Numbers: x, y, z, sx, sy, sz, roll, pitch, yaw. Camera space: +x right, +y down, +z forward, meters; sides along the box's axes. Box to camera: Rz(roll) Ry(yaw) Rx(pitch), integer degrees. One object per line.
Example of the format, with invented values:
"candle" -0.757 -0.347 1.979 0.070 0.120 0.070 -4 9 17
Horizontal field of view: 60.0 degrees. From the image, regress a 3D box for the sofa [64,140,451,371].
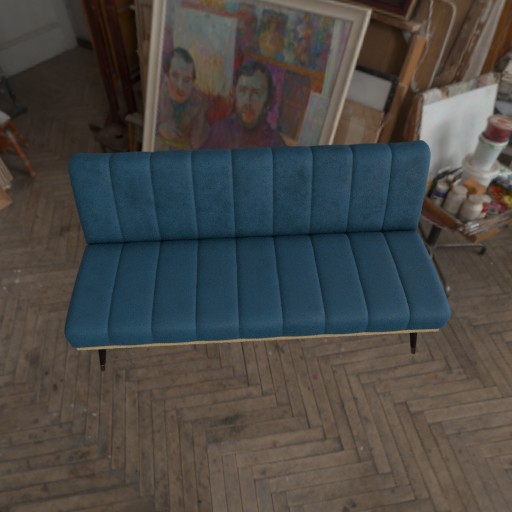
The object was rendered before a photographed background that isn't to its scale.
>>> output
"sofa" 0.000 0.000 2.283 1.810 0.825 0.830 -3 48 -2
